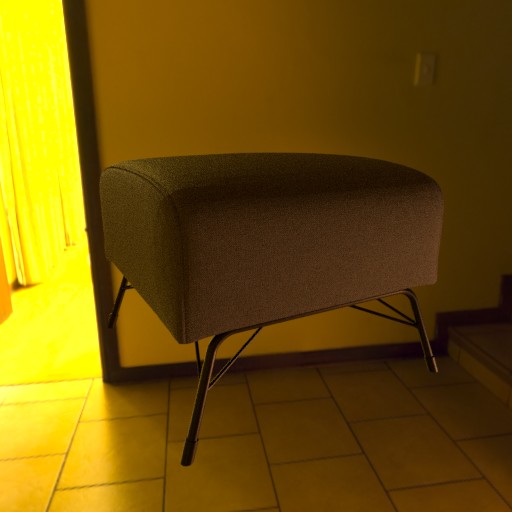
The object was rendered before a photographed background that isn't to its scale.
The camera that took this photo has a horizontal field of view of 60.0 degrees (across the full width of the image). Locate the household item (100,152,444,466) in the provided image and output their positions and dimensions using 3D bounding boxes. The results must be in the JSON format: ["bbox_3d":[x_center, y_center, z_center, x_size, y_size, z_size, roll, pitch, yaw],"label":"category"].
[{"bbox_3d":[0.000,0.000,0.909,0.530,0.410,0.530,-9,18,-28],"label":"household item"}]
